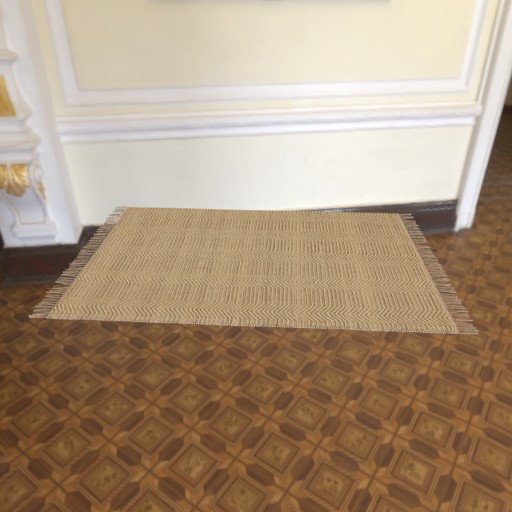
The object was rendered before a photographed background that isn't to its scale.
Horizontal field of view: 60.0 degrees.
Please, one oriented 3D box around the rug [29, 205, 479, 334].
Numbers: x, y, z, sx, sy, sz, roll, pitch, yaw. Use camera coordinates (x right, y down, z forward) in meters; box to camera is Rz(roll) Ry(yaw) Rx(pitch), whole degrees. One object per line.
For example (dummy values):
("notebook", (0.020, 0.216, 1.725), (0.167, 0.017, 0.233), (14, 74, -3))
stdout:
("rug", (0.000, 0.000, 2.483), (2.021, 0.027, 1.224), (2, 31, 3))
